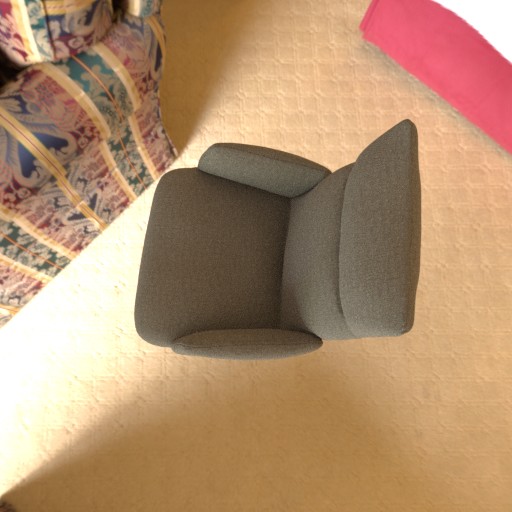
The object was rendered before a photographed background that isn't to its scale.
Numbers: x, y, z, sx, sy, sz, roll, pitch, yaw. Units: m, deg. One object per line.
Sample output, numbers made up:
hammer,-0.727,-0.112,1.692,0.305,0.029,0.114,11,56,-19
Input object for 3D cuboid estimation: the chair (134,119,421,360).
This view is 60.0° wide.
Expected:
chair,0.000,0.000,1.501,0.831,0.984,0.702,6,76,1
